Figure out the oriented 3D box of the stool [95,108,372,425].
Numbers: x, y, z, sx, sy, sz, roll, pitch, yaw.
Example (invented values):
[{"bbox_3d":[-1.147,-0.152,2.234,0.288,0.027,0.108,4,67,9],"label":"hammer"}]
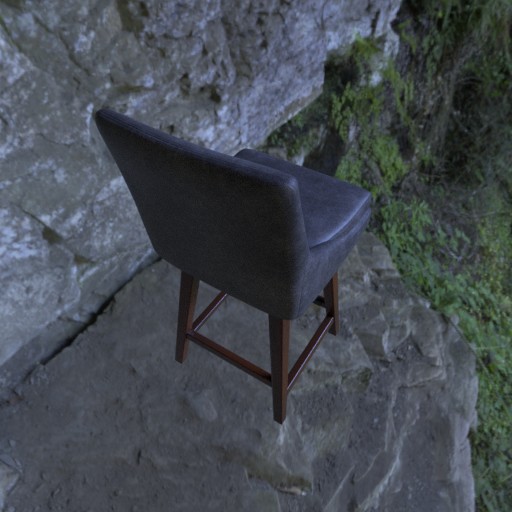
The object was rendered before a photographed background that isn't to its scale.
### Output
[{"bbox_3d":[0.000,0.000,1.344,0.492,1.046,0.587,24,50,22],"label":"stool"}]
